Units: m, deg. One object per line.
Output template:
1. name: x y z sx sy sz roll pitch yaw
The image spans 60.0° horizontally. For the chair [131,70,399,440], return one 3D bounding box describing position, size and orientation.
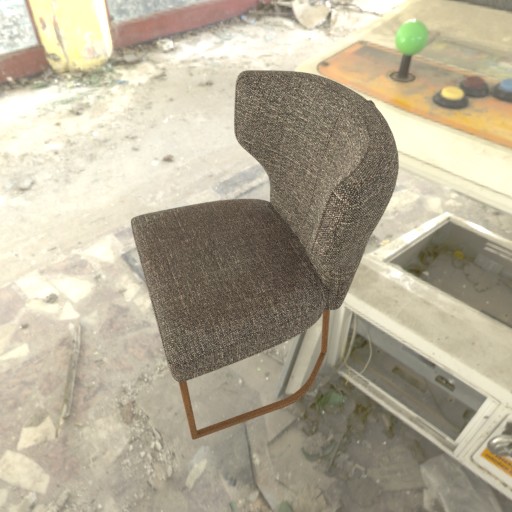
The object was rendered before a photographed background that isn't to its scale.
1. chair: 0.000 0.000 1.245 0.617 0.824 0.611 -15 46 -15
